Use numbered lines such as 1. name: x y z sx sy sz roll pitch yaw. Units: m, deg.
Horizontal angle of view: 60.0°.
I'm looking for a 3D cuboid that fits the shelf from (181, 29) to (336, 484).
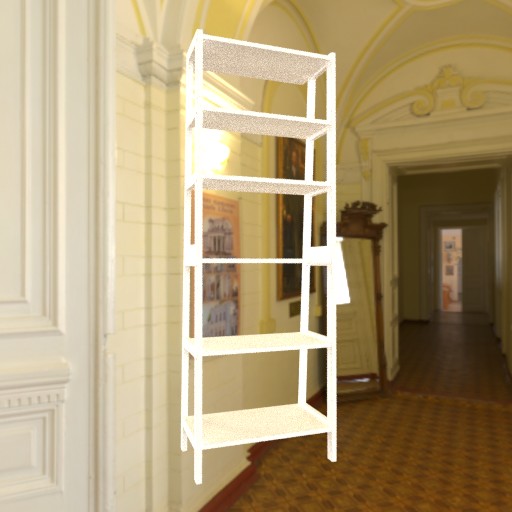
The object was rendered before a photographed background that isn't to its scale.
1. shelf: 0.000 0.000 2.127 0.660 1.892 0.381 0 -1 -19
